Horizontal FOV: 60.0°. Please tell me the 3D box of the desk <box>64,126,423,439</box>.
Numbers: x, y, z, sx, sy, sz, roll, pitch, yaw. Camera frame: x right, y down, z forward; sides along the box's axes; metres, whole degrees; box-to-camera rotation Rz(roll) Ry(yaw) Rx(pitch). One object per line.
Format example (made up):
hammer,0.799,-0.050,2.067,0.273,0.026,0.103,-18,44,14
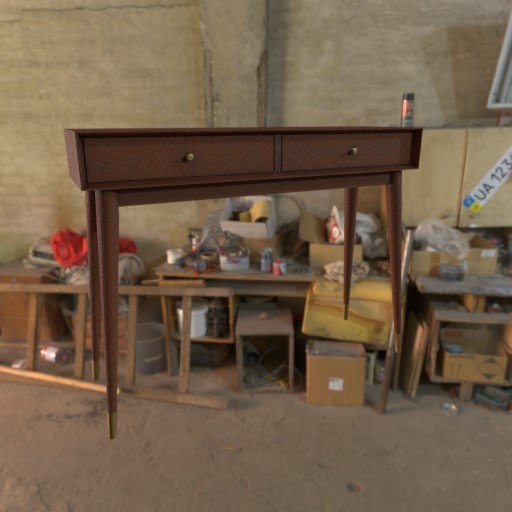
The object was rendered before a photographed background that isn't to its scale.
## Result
desk,0.000,0.000,1.653,1.204,0.917,0.384,-8,19,-25
